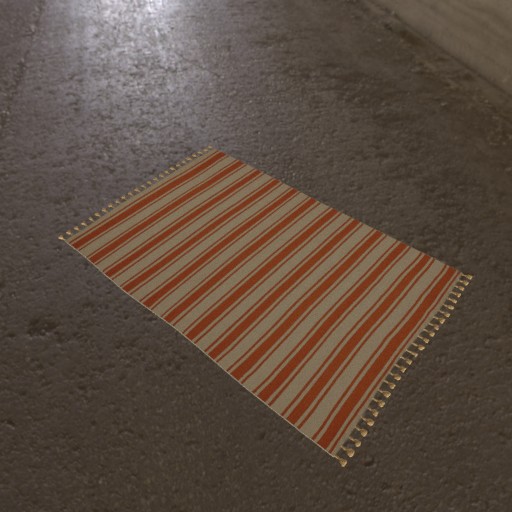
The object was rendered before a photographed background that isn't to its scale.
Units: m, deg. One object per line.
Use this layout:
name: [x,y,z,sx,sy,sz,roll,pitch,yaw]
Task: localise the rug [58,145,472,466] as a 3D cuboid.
rug: [0.000,0.000,3.034,2.433,0.022,1.556,32,54,27]
